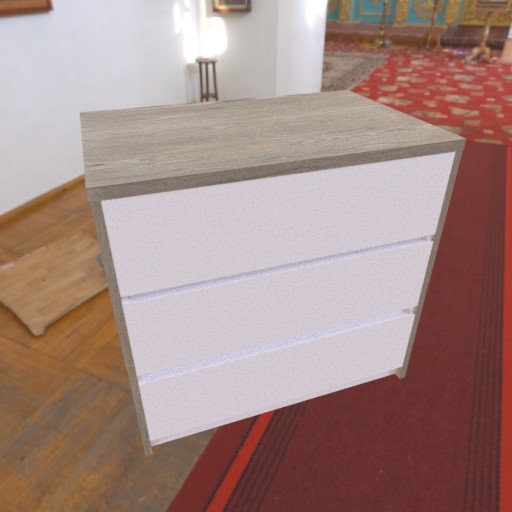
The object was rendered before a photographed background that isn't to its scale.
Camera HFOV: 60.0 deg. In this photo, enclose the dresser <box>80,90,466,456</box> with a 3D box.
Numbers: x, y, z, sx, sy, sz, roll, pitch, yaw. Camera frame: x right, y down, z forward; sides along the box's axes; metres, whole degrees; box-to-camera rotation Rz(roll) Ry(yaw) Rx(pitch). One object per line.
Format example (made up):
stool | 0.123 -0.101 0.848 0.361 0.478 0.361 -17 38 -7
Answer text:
dresser | 0.000 0.000 1.289 0.809 0.762 0.529 -11 34 -17
